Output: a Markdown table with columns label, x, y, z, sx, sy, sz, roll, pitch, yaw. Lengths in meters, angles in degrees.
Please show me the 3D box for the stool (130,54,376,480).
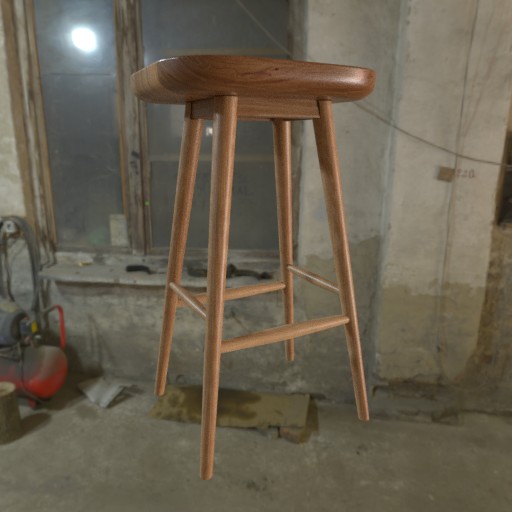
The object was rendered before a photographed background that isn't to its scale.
| label | x | y | z | sx | sy | sz | roll | pitch | yaw |
| --- | --- | --- | --- | --- | --- | --- | --- | --- | --- |
| stool | 0.000 | 0.000 | 0.911 | 0.407 | 0.698 | 0.322 | -8 | 17 | -27 |
